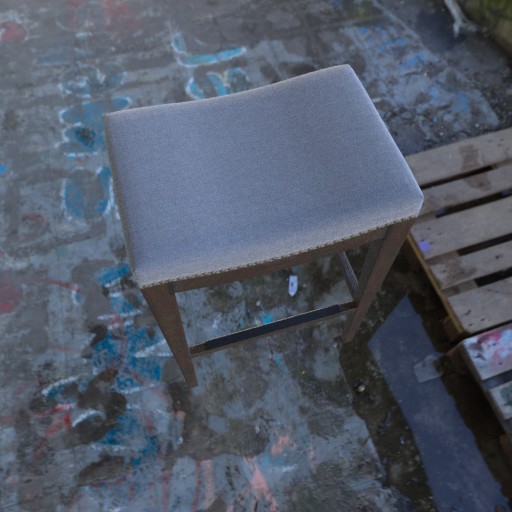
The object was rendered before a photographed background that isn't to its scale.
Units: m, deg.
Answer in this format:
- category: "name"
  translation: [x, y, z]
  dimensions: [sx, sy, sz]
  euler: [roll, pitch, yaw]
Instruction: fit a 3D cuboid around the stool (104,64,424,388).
- category: "stool"
  translation: [0.000, 0.000, 1.067]
  dimensions: [0.508, 0.762, 0.356]
  euler: [-15, 64, -7]
